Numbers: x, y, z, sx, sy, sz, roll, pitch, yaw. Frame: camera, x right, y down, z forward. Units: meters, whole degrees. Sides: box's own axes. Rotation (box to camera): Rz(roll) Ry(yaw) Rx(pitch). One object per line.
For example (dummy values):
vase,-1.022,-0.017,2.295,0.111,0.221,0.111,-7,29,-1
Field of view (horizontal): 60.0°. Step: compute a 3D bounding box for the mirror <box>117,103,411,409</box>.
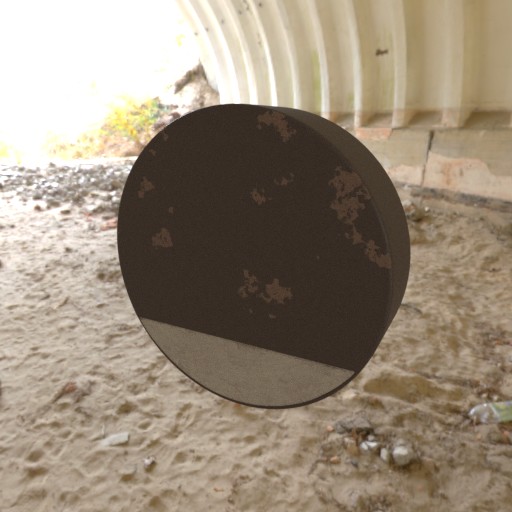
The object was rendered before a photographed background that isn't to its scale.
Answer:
mirror,0.000,0.000,0.599,0.386,0.386,0.126,9,18,27
